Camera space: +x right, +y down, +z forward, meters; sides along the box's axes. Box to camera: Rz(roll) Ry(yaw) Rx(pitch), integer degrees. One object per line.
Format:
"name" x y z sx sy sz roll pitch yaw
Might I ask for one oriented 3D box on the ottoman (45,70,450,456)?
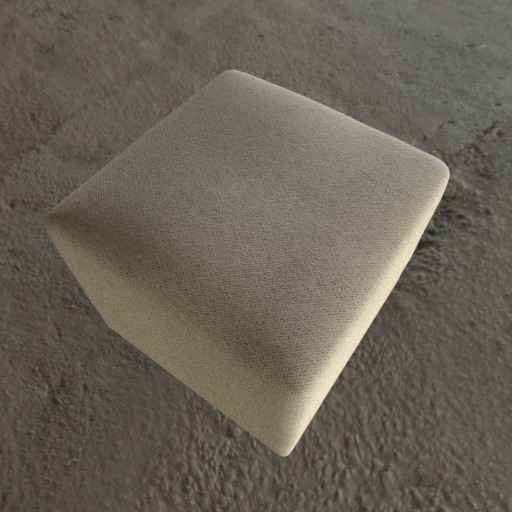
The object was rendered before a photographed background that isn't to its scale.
"ottoman" 0.000 0.000 0.904 0.512 0.453 0.521 31 62 19
